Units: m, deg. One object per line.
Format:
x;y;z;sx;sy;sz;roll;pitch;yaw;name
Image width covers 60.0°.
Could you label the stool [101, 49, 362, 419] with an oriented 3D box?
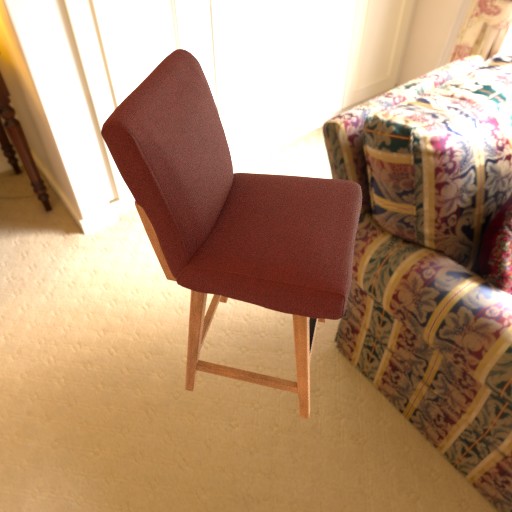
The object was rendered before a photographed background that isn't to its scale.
0.000;0.000;1.336;0.562;1.038;0.468;10;47;10;stool
